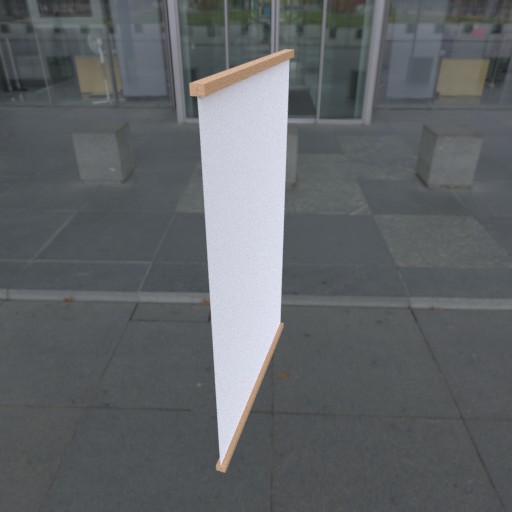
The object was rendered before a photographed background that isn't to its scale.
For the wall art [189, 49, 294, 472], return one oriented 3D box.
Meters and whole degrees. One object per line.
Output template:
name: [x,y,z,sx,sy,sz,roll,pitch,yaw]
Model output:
wall art: [0.000,0.000,0.757,0.016,0.611,0.401,9,31,15]
